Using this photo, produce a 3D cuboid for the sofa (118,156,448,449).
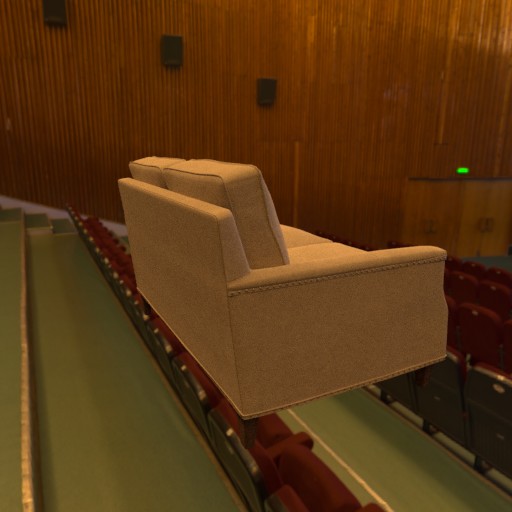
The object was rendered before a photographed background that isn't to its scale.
[{"bbox_3d":[0.000,0.000,2.292,1.084,1.002,1.597,-7,16,-27],"label":"sofa"}]
